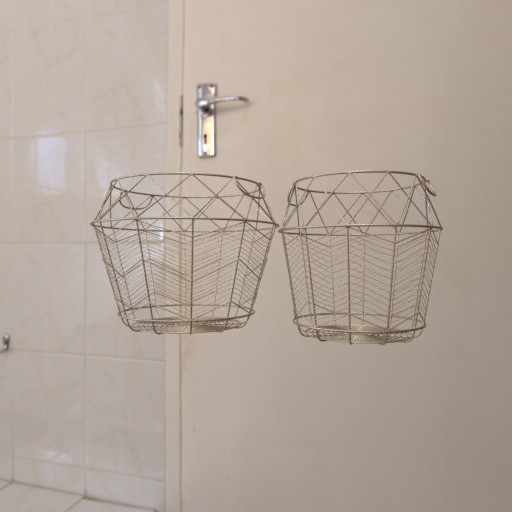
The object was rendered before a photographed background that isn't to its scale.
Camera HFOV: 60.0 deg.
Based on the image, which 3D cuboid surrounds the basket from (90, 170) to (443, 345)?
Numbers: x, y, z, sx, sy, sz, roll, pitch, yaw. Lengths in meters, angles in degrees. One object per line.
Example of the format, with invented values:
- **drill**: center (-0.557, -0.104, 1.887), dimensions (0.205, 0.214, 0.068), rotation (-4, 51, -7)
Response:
- **basket**: center (0.000, 0.000, 1.034), dimensions (0.805, 0.343, 0.451), rotation (0, 0, 19)
